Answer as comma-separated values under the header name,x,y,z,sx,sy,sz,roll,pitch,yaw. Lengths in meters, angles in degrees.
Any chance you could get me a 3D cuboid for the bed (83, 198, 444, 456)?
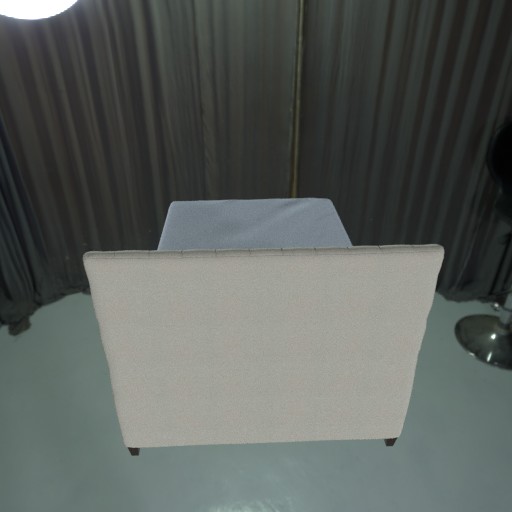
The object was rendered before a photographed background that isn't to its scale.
name,x,y,z,sx,sy,sz,roll,pitch,yaw
bed,0.000,0.000,3.387,1.698,1.427,2.387,-1,31,-2
